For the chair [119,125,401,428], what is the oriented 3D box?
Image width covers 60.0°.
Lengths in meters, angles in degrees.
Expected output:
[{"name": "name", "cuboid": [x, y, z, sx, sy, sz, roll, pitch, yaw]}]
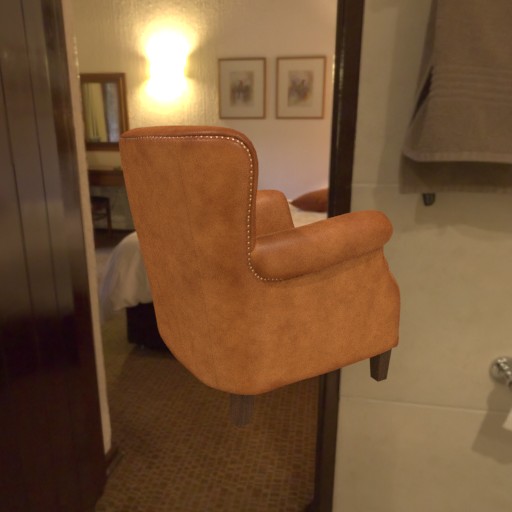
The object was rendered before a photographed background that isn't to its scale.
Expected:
[{"name": "chair", "cuboid": [0.000, 0.000, 1.685, 0.921, 0.936, 0.861, -8, 17, -26]}]
